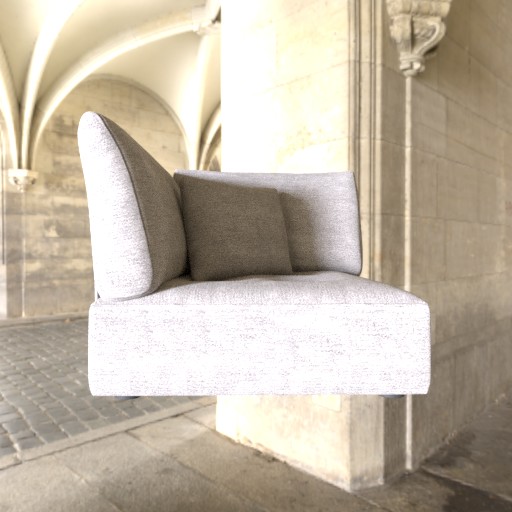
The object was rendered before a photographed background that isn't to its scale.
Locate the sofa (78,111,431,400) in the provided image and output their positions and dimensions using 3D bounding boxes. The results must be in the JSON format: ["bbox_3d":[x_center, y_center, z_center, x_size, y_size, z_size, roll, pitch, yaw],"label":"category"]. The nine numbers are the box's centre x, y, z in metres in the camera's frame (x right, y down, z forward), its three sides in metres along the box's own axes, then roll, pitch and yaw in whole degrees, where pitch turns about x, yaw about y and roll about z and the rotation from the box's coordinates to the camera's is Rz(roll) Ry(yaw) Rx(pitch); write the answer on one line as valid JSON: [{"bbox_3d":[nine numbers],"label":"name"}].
[{"bbox_3d":[0.000,0.000,1.697,1.000,0.820,1.000,0,1,-1],"label":"sofa"}]
